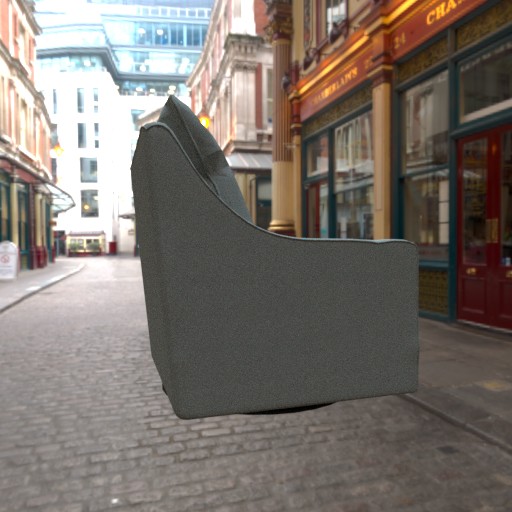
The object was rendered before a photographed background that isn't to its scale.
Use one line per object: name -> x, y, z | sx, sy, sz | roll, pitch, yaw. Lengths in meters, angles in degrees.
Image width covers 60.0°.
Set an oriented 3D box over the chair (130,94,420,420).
chair -> 0.000, 0.000, 1.643 | 0.870, 0.926, 0.760 | 0, 1, -18
